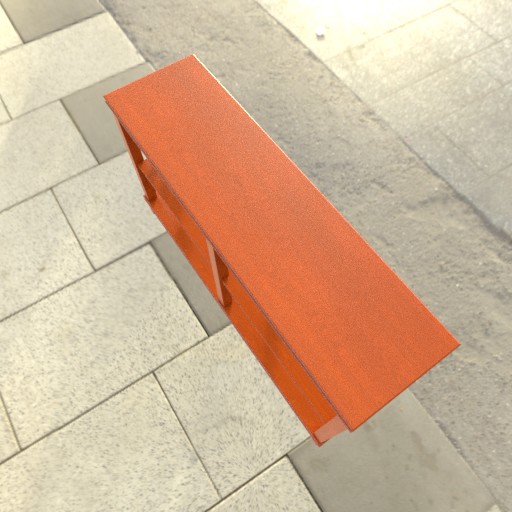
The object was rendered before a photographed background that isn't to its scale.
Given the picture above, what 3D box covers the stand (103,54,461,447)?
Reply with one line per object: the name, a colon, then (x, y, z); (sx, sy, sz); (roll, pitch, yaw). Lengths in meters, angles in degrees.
stand: (0.000, 0.000, 1.726); (0.381, 0.762, 1.372); (-32, 68, -15)
